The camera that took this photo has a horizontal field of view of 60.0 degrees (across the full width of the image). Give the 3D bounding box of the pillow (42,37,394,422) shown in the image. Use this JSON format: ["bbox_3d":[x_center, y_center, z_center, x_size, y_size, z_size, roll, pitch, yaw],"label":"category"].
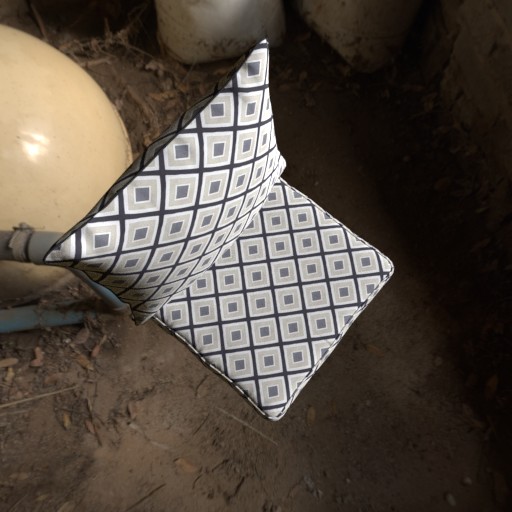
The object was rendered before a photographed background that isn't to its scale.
[{"bbox_3d":[0.000,0.000,1.322,0.733,0.722,0.798,39,77,10],"label":"pillow"}]
